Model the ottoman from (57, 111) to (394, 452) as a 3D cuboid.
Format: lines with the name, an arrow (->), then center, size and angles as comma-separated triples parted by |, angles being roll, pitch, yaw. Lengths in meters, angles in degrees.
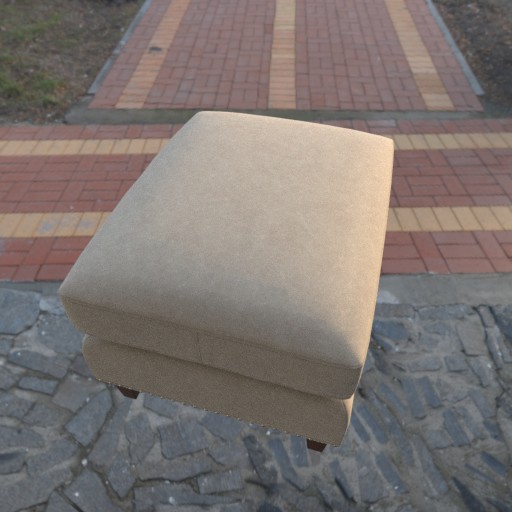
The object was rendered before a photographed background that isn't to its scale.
ottoman -> 0.000, 0.000, 1.130 | 0.584, 0.513, 0.741 | 12, 47, 11
